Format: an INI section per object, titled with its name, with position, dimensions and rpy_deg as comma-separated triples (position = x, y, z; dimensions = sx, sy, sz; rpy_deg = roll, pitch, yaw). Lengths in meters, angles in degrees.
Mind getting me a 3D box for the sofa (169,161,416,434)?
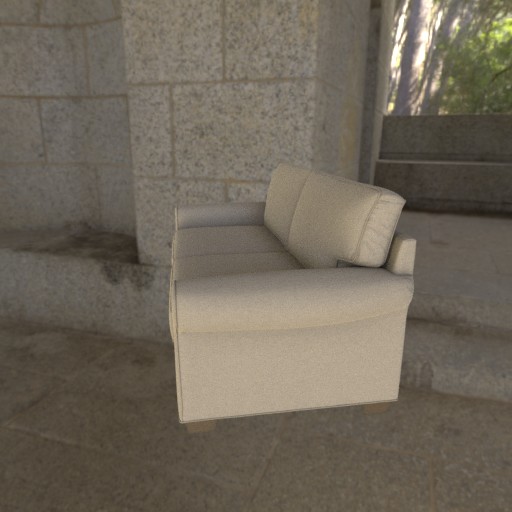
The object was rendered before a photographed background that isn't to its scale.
[sofa]
position = 0.000, 0.000, 2.483
dimensions = 0.940, 0.952, 1.930
rpy_deg = -3, 16, -9
